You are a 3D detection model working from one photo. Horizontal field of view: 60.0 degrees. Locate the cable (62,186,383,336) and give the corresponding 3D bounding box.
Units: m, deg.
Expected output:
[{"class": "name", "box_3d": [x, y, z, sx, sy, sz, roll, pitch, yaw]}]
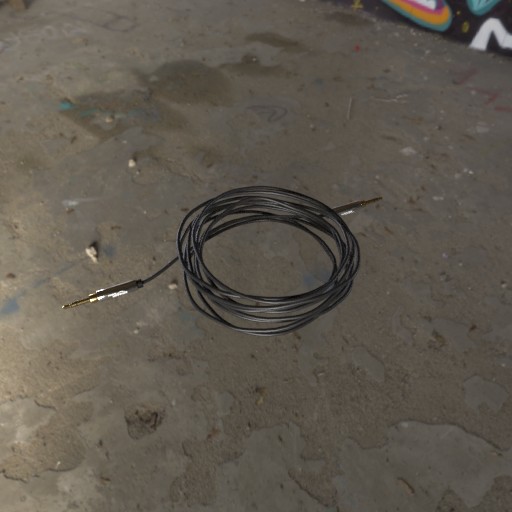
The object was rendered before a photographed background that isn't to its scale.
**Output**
[{"class": "cable", "box_3d": [0.000, 0.000, 0.505, 0.432, 0.069, 0.198, -18, 49, -16]}]
